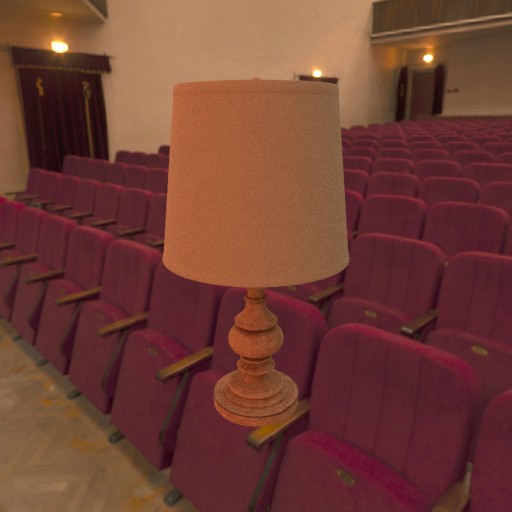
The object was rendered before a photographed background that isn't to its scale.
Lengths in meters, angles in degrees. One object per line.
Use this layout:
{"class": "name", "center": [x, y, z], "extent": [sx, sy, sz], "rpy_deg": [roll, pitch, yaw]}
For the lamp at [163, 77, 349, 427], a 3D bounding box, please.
{"class": "lamp", "center": [0.000, 0.000, 0.662], "extent": [0.273, 0.497, 0.273], "rpy_deg": [0, 17, 0]}
